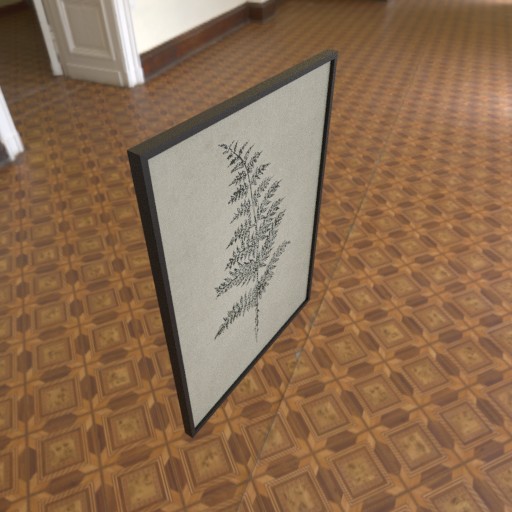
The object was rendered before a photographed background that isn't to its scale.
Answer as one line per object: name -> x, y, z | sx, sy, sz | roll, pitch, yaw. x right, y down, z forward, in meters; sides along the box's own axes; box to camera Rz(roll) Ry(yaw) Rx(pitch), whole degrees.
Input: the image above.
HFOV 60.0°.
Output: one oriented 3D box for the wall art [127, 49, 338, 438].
wall art -> 0.000, 0.000, 1.430 | 0.036, 1.070, 0.802 | 25, 46, 26
